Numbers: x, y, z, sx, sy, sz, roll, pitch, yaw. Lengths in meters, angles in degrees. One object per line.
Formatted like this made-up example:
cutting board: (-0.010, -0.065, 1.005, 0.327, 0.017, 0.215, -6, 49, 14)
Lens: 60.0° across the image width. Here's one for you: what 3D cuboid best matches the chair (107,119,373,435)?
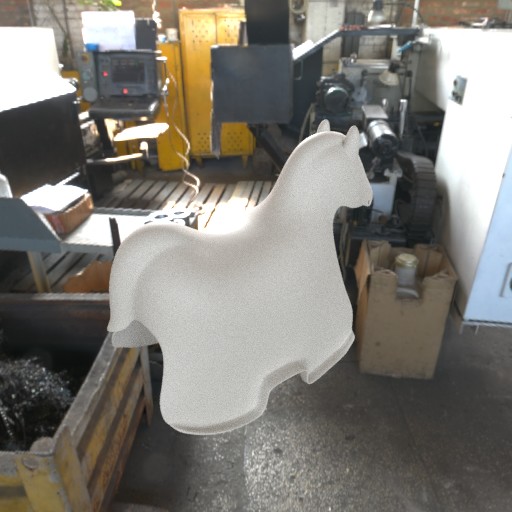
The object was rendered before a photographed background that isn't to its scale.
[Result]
chair: (0.000, 0.000, 1.146, 0.800, 0.612, 0.429, -19, 33, -31)
